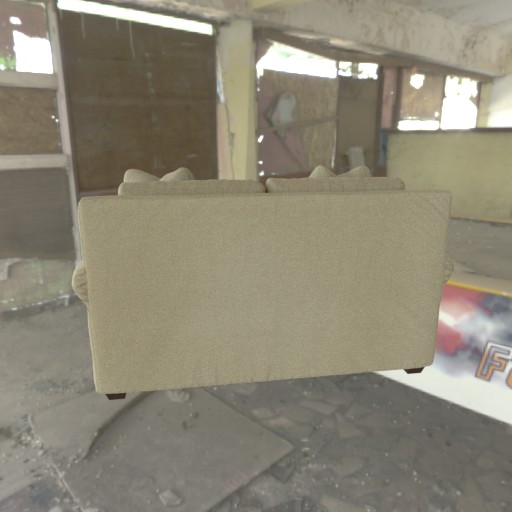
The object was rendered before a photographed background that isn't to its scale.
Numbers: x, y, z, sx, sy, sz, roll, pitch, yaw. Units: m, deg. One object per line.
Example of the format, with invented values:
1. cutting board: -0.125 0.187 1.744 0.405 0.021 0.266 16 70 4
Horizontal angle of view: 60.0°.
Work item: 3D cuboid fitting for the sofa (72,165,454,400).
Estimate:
1. sofa: 0.000 0.000 2.233 1.550 0.905 1.070 -2 15 -9
